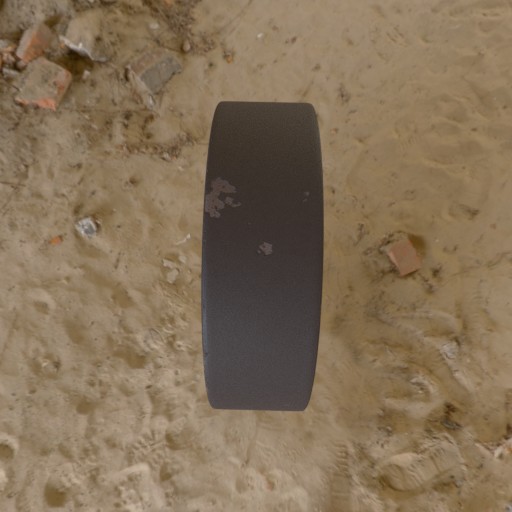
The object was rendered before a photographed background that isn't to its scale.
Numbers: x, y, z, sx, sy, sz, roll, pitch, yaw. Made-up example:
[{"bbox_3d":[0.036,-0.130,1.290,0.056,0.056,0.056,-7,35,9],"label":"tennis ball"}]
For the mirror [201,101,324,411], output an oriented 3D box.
[{"bbox_3d":[0.000,0.000,0.587,0.126,0.386,0.386,1,74,0],"label":"mirror"}]
